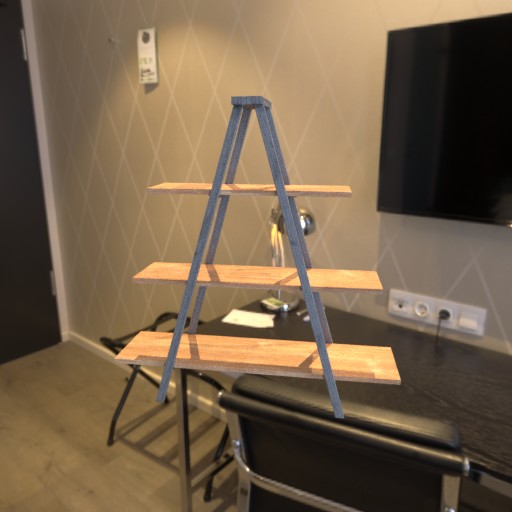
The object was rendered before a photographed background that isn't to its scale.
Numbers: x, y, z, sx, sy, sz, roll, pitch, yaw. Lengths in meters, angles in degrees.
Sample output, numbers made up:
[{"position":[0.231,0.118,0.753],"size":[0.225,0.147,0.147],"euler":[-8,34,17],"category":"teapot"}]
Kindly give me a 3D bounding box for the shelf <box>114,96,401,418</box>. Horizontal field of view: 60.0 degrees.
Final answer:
[{"position":[0.000,0.000,2.706],"size":[1.746,1.808,0.508],"euler":[2,15,8],"category":"shelf"}]
